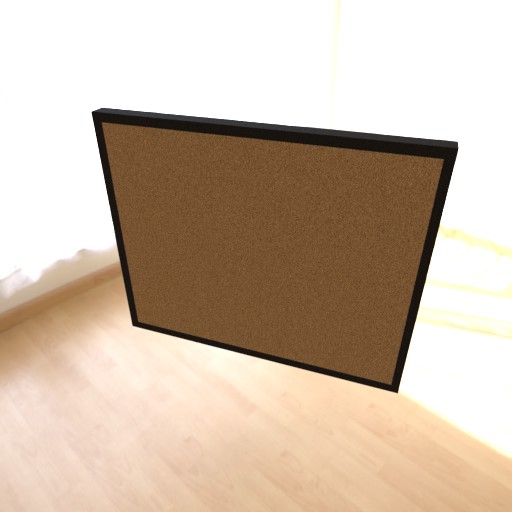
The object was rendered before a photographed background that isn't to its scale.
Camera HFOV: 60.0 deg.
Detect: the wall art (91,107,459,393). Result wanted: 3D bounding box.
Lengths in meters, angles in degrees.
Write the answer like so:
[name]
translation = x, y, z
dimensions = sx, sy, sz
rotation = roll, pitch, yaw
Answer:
[wall art]
translation = 0.000, 0.000, 0.771
dimensions = 0.554, 0.454, 0.030
rotation = 11, 34, 16
